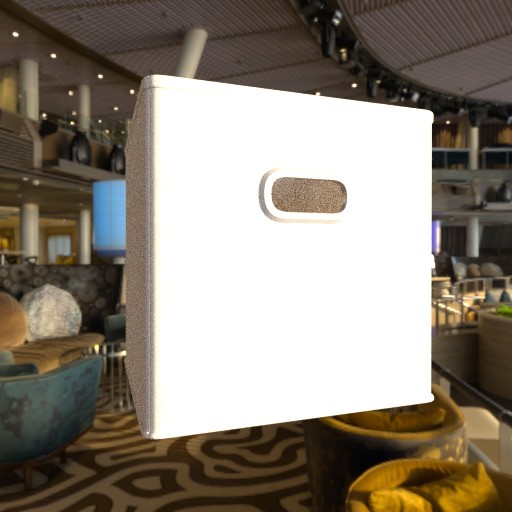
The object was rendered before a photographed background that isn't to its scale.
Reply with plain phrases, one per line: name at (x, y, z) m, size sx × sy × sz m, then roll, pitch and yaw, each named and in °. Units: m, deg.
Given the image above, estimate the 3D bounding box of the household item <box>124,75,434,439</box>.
household item at (0.000, 0.000, 0.558) m, size 0.305 × 0.305 × 0.305 m, roll 0°, pitch 0°, yaw -19°
